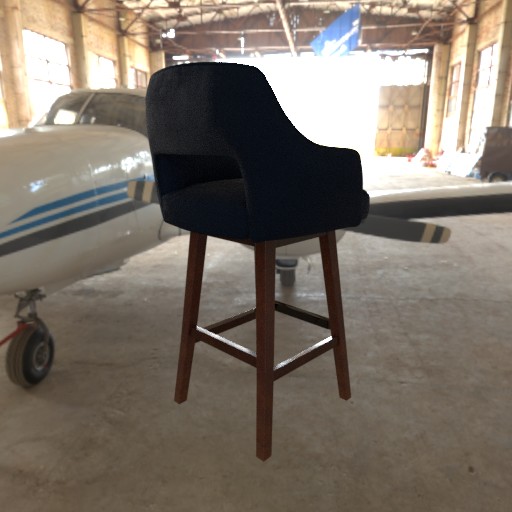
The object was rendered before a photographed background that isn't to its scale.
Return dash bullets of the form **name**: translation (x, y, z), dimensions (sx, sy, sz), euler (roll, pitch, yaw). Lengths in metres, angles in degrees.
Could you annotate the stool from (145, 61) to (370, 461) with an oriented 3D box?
- **stool**: translation (0.000, 0.000, 1.369), dimensions (0.550, 1.041, 0.560), euler (14, 20, 43)
